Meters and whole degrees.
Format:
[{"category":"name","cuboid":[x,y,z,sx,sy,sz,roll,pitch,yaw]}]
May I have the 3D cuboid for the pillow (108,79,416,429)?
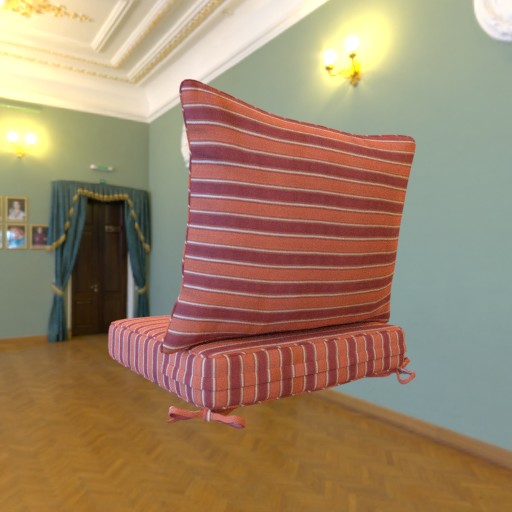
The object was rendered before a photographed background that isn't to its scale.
[{"category":"pillow","cuboid":[0.000,0.000,1.348,0.799,0.723,0.733,0,0,-36]}]
